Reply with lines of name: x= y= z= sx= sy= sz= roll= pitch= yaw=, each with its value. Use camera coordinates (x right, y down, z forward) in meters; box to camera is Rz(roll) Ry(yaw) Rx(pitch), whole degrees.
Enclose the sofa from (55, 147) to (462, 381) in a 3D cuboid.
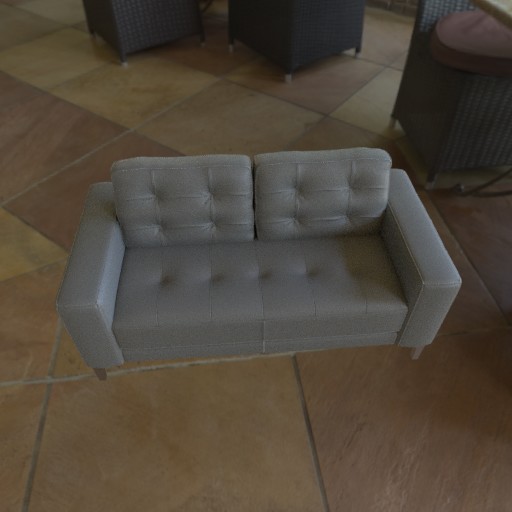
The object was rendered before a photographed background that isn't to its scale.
sofa: x=0.000 y=0.000 z=2.228 sx=1.726 sy=0.893 sz=0.833 roll=-3 pitch=46 yaw=-3
